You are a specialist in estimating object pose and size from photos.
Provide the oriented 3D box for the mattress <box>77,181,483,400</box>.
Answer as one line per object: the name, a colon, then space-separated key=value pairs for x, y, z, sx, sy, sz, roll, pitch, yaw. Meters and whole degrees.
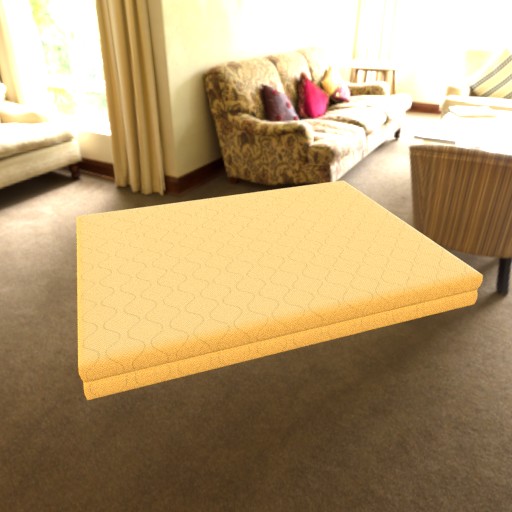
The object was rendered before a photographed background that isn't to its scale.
mattress: x=0.000 y=0.000 z=2.526 sx=1.900 sy=0.200 sz=1.400 roll=-10 pitch=32 yaw=-17
